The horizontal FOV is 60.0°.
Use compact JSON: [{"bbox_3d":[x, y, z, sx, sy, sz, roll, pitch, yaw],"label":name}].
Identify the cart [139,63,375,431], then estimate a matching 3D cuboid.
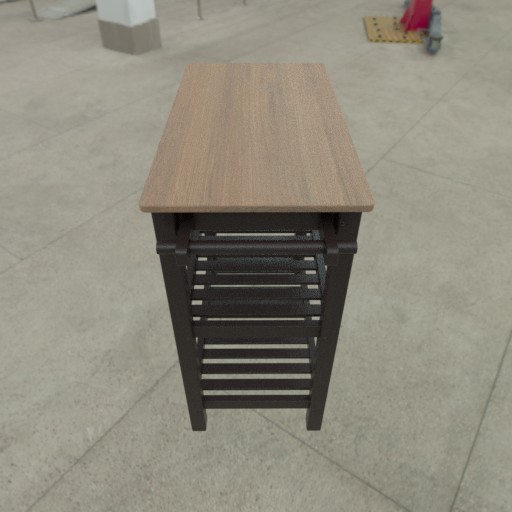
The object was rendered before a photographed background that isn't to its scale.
[{"bbox_3d":[0.000,0.000,1.444,0.457,0.927,0.899,0,41,0],"label":"cart"}]
